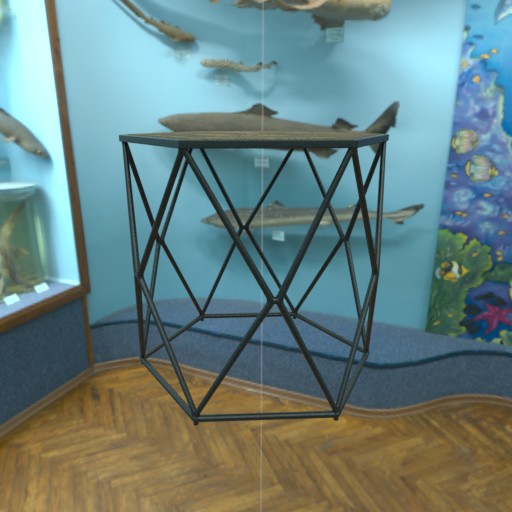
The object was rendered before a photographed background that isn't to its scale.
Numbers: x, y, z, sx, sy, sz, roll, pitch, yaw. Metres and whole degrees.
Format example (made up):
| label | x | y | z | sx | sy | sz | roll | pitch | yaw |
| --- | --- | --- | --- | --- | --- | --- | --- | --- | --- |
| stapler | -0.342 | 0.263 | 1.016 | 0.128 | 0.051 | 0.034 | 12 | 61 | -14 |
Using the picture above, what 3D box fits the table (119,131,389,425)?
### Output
| label | x | y | z | sx | sy | sz | roll | pitch | yaw |
| --- | --- | --- | --- | --- | --- | --- | --- | --- | --- |
| table | 0.000 | 0.000 | 1.061 | 0.579 | 0.564 | 0.578 | 8 | 19 | 25 |
